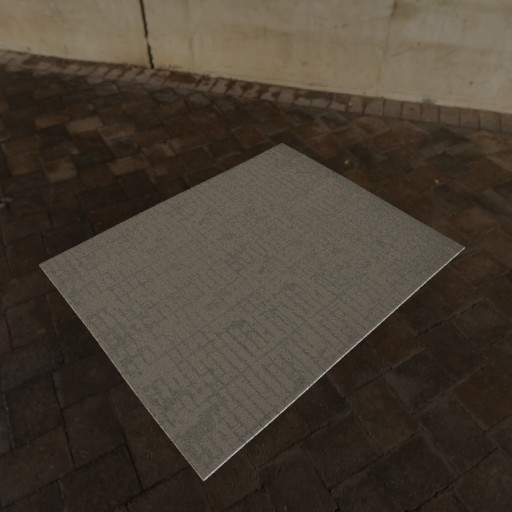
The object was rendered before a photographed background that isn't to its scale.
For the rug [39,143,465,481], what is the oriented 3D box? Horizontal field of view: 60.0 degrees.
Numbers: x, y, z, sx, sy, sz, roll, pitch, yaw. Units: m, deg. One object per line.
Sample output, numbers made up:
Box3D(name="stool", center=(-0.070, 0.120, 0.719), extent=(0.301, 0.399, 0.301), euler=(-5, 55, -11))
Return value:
Box3D(name="rug", center=(0.000, 0.000, 4.055), extent=(3.061, 0.014, 2.447), euler=(-33, 54, -28))
